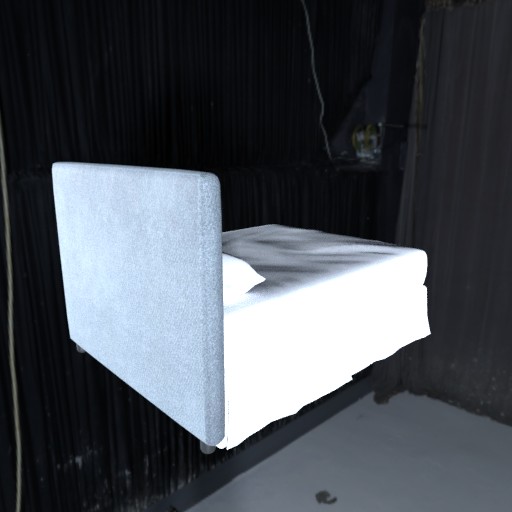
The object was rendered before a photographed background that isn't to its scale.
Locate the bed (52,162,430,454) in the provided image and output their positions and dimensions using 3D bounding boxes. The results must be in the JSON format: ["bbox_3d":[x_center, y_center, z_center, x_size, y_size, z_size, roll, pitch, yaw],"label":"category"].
[{"bbox_3d":[0.000,0.000,3.153,2.142,1.330,1.713,-13,19,-42],"label":"bed"}]
